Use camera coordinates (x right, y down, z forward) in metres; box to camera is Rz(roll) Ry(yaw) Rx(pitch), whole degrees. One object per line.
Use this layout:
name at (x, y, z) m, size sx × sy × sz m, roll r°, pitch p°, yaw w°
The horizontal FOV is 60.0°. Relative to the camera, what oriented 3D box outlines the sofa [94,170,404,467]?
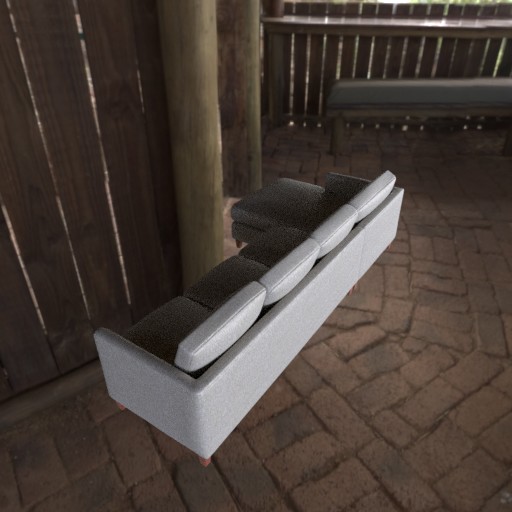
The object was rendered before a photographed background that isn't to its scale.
sofa at (0.000, 0.000, 3.841) m, size 1.502 × 0.876 × 3.201 m, roll 20°, pitch 37°, yaw 29°
